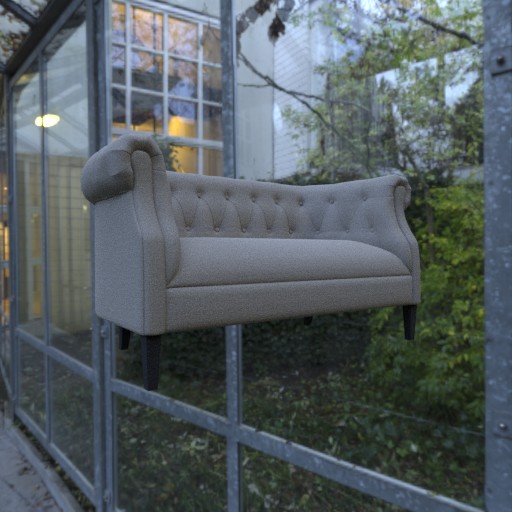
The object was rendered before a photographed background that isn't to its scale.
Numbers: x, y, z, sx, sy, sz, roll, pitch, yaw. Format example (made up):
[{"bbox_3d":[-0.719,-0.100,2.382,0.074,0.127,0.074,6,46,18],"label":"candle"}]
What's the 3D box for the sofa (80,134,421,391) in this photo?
[{"bbox_3d":[0.000,0.000,2.085,1.558,0.827,0.835,-1,1,-36],"label":"sofa"}]
